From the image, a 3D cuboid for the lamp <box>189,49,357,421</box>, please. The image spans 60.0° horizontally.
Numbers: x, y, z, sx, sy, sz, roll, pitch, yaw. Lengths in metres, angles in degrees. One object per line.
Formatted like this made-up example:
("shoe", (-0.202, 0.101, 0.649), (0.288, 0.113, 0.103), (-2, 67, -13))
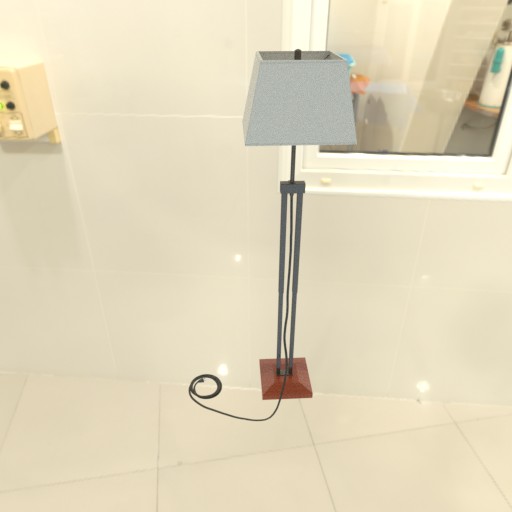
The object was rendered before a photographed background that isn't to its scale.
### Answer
("lamp", (0.000, 0.000, 2.028), (0.745, 1.712, 0.472), (-1, 31, -2))
